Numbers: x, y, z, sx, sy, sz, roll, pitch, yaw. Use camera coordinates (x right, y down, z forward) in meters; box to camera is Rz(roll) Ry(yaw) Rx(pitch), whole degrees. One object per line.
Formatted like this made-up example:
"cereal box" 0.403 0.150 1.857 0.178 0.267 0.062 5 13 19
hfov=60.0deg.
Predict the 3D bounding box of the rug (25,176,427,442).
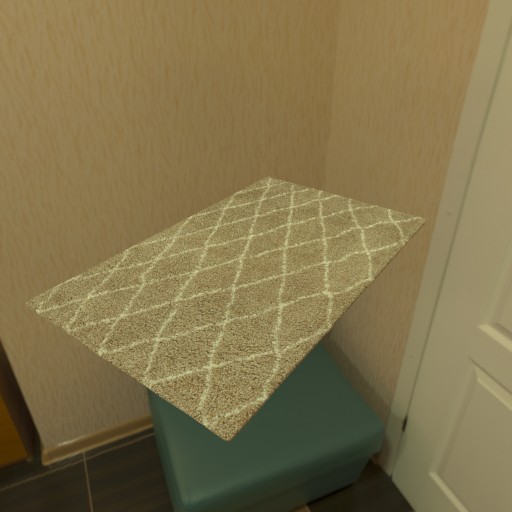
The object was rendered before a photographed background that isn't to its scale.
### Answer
"rug" 0.000 0.000 3.004 1.524 0.030 2.438 21 37 30
